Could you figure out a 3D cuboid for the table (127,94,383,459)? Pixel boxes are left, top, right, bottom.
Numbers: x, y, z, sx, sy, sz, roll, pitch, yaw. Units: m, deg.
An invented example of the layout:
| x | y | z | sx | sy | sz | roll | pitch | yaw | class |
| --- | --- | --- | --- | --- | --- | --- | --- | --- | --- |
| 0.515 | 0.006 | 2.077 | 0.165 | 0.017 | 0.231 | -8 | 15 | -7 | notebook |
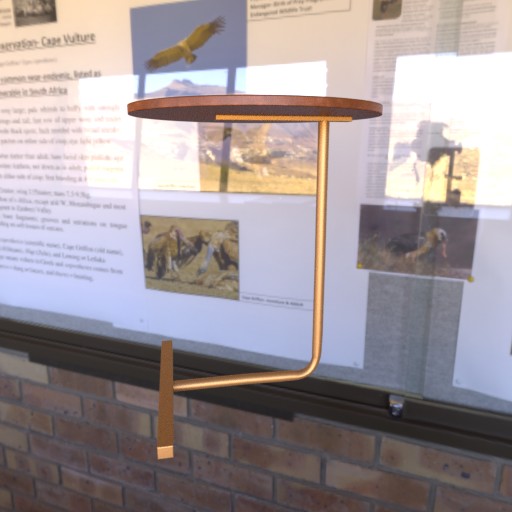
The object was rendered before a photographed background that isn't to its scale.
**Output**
| x | y | z | sx | sy | sz | roll | pitch | yaw | class |
| --- | --- | --- | --- | --- | --- | --- | --- | --- | --- |
| 0.000 | 0.000 | 1.113 | 0.577 | 0.706 | 0.530 | -3 | 14 | -10 | table |
